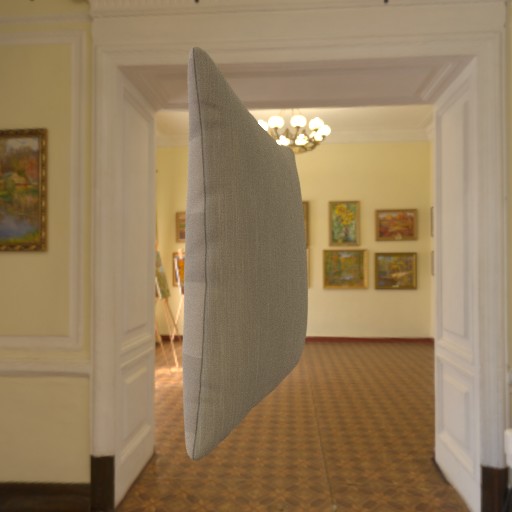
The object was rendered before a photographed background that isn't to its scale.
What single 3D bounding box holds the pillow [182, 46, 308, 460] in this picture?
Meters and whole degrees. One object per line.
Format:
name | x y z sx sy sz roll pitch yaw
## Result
pillow | 0.000 0.000 0.782 0.161 0.509 0.511 0 -1 17
